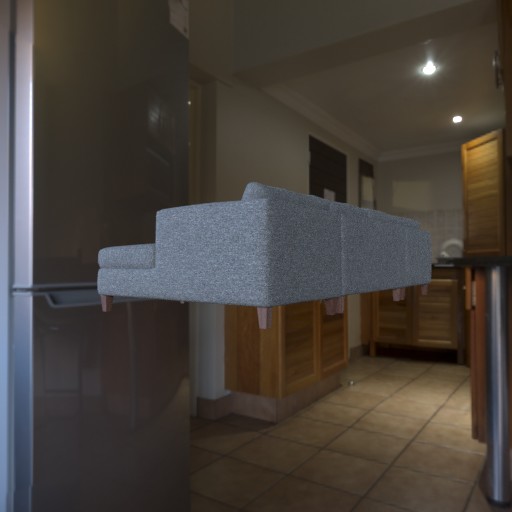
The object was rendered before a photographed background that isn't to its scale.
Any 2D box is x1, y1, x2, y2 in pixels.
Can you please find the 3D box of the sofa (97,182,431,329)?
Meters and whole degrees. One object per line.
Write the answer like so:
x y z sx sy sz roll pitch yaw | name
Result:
0.000 0.000 4.408 2.551 0.853 3.238 -1 -1 36 | sofa
